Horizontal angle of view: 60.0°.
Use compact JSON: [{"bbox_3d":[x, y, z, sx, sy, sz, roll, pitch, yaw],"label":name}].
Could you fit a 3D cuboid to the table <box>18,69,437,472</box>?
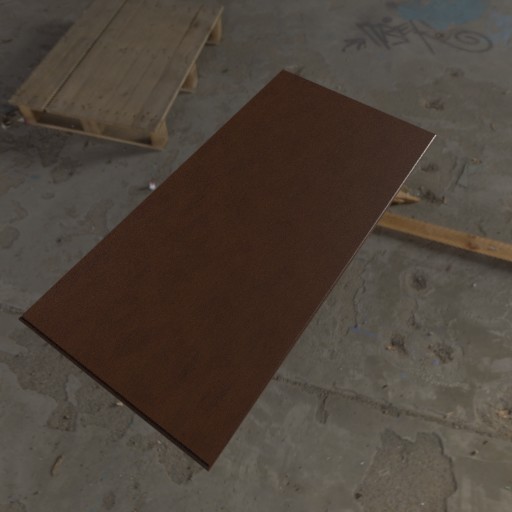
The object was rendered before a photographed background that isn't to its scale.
[{"bbox_3d":[0.000,0.000,1.450,0.594,0.459,1.197,31,63,18],"label":"table"}]
